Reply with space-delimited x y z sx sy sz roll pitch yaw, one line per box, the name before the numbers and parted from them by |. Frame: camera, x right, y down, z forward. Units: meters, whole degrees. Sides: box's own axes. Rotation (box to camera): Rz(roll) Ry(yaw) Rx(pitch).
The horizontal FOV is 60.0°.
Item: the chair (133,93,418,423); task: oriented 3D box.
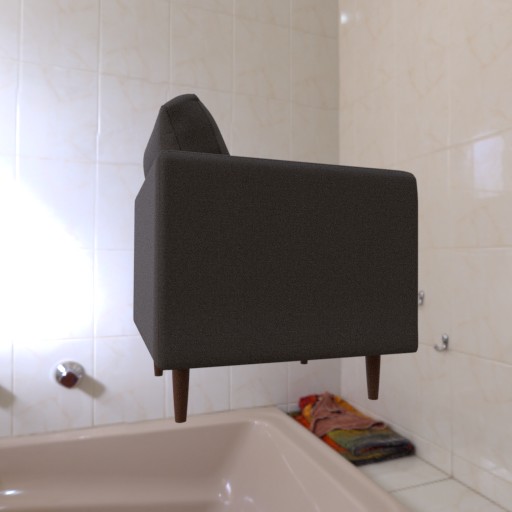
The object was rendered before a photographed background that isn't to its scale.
chair | 0.000 0.000 1.586 0.800 0.927 0.854 0 -1 -19
